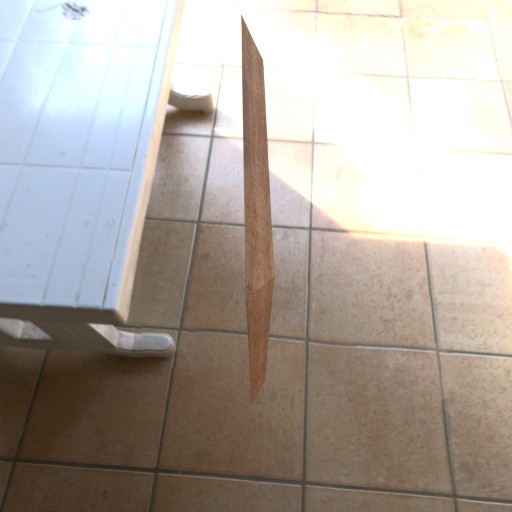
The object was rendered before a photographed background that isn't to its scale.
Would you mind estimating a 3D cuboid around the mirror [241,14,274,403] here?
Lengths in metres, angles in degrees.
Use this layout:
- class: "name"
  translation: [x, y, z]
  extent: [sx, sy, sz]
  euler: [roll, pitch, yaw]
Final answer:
- class: "mirror"
  translation: [0.000, 0.000, 1.246]
  extent: [0.047, 1.010, 0.651]
  euler: [-1, 63, -1]
